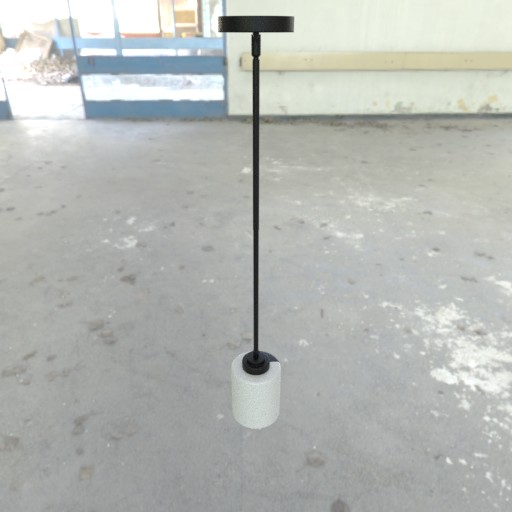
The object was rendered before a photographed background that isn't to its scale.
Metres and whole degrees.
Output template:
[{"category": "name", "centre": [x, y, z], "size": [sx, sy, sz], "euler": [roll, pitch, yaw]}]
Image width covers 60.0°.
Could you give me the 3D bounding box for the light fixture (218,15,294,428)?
[{"category": "light fixture", "centre": [0.000, 0.000, 0.908], "size": [0.123, 0.863, 0.123], "euler": [0, 27, 0]}]
